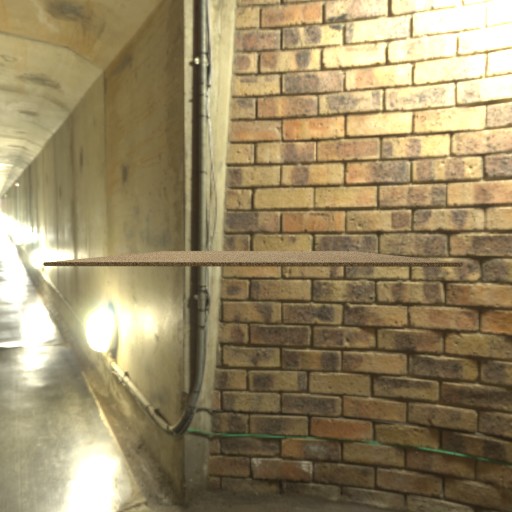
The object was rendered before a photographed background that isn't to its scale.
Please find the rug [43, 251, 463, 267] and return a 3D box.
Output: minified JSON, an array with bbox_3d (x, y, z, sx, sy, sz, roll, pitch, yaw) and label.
[{"bbox_3d":[0.000,0.000,4.030,2.400,0.025,3.000,0,2,1],"label":"rug"}]
